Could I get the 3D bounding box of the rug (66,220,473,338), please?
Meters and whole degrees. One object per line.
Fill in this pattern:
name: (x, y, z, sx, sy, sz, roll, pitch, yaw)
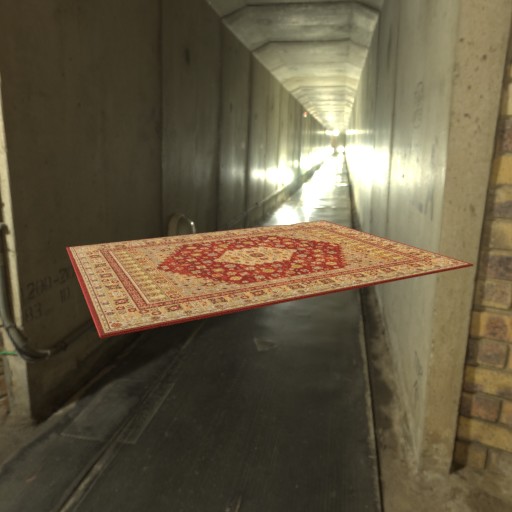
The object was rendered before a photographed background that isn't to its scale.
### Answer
rug: (0.000, 0.000, 2.946, 2.211, 0.013, 1.593, -8, 17, -26)
